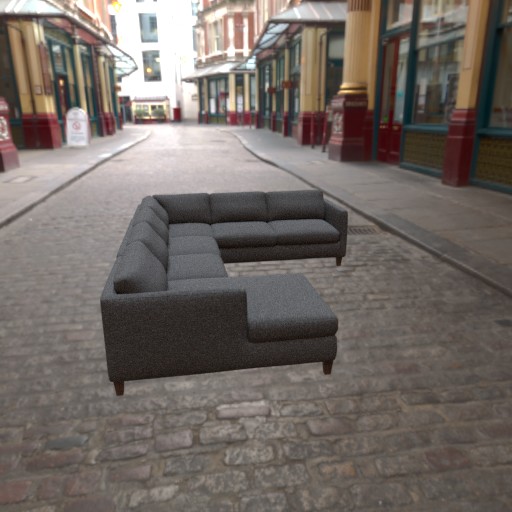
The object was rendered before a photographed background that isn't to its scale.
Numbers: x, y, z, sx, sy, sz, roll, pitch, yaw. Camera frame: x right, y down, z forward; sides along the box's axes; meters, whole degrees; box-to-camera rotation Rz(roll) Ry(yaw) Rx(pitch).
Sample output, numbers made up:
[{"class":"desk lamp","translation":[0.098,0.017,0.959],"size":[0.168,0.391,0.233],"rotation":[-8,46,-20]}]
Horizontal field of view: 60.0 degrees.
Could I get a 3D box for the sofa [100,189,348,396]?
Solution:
[{"class":"sofa","translation":[0.000,0.000,4.489],"size":[2.551,0.853,3.238],"rotation":[-3,18,-10]}]
